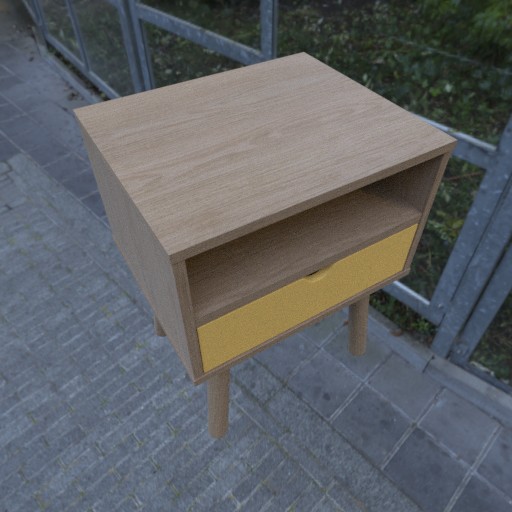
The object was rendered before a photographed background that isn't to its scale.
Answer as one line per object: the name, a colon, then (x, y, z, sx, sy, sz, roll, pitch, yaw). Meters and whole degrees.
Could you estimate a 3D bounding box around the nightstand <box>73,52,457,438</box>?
nightstand: (0.000, 0.000, 0.875, 0.450, 0.571, 0.380, -23, 50, -21)
